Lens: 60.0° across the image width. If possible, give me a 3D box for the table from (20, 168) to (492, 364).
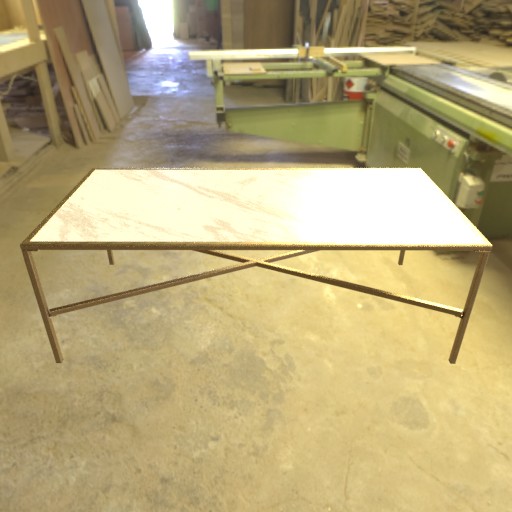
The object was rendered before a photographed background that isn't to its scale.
[{"bbox_3d":[0.000,0.000,1.470,1.197,0.405,0.577,0,31,0],"label":"table"}]
